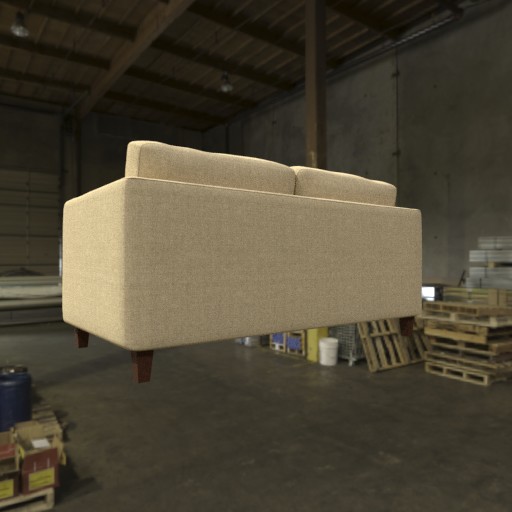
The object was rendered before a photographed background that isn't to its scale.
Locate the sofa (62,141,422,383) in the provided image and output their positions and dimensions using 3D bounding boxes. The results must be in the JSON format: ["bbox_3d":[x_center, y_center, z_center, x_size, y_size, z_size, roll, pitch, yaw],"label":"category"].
[{"bbox_3d":[0.000,0.000,2.519,1.884,0.963,0.950,0,-1,-37],"label":"sofa"}]
